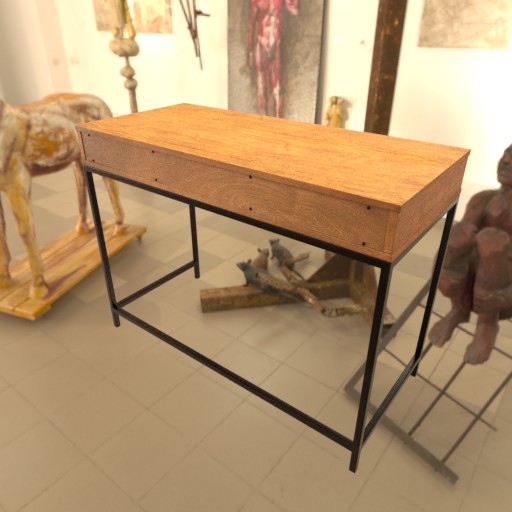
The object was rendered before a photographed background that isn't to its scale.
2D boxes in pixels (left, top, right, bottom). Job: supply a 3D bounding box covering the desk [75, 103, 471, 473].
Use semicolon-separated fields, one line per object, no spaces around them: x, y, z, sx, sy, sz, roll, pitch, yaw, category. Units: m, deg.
0.000;0.000;1.411;1.016;0.762;0.470;21;35;32;desk
